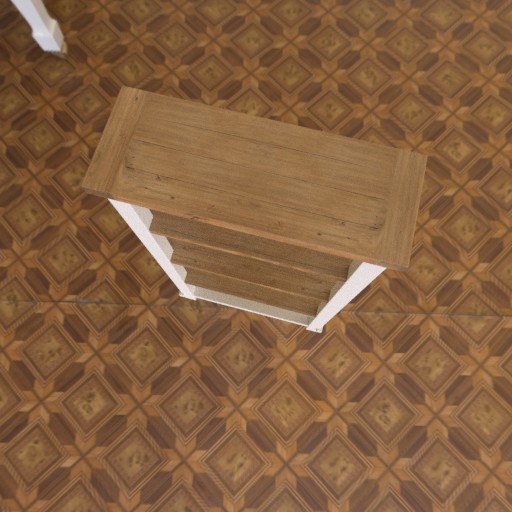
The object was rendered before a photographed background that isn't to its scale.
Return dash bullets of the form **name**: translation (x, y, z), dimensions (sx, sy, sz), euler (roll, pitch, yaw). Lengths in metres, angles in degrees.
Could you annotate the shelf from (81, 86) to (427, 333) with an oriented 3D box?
- **shelf**: translation (0.000, 0.000, 2.283), dimensions (1.022, 1.878, 0.381), euler (14, 74, 4)
